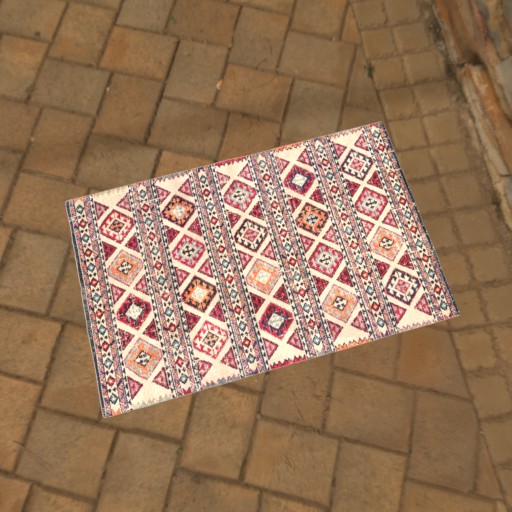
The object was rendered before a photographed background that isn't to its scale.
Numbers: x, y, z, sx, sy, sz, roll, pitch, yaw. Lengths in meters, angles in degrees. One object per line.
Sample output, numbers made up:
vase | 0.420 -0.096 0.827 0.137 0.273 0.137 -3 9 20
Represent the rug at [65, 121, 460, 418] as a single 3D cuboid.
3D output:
rug | 0.000 0.000 3.088 2.440 0.010 1.545 -15 75 -4
